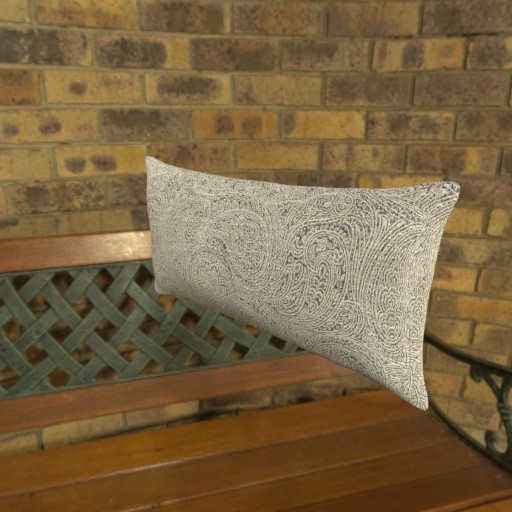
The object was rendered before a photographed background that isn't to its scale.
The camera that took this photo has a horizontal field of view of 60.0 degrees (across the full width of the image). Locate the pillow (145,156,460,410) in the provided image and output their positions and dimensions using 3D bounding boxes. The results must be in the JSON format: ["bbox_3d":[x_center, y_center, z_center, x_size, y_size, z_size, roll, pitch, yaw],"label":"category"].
[{"bbox_3d":[0.000,0.000,0.729,0.615,0.295,0.151,16,23,42],"label":"pillow"}]
